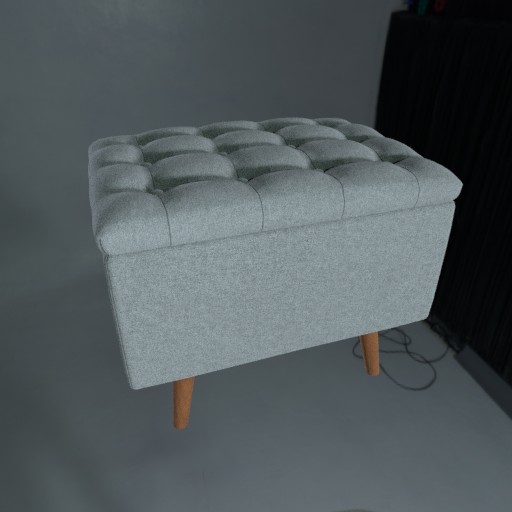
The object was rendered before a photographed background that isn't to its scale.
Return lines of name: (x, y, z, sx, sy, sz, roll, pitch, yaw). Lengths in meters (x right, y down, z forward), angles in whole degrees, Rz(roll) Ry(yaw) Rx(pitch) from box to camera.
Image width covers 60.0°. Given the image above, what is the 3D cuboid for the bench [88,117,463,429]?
bench: (0.000, 0.000, 0.894, 0.572, 0.469, 0.417, -10, 32, -16)
